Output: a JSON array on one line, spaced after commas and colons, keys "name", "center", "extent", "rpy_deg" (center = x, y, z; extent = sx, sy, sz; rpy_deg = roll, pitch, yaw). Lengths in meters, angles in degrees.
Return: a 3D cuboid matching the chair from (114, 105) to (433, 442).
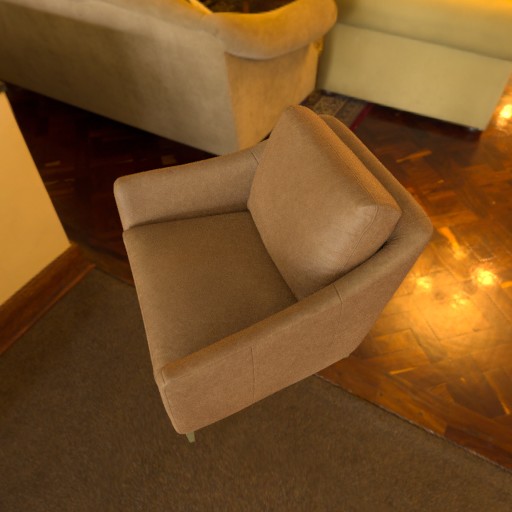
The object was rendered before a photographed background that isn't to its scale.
[{"name": "chair", "center": [0.000, 0.000, 1.747], "extent": [0.963, 0.895, 0.988], "rpy_deg": [-15, 49, -13]}]
